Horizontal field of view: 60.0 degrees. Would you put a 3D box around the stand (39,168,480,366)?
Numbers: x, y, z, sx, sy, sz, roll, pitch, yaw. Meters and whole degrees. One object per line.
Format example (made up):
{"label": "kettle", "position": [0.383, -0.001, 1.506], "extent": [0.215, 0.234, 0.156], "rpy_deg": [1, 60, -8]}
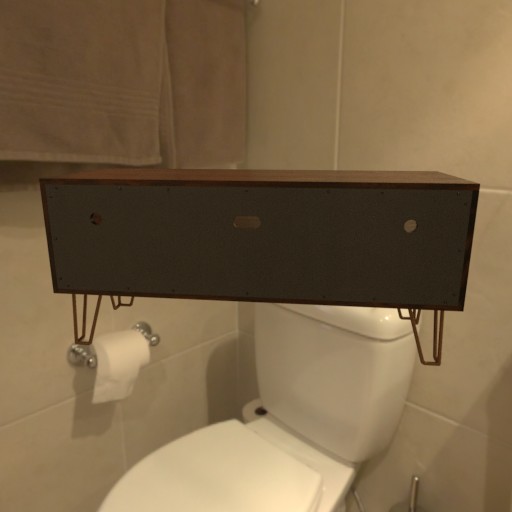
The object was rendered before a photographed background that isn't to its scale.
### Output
{"label": "stand", "position": [0.000, 0.000, 1.677], "extent": [1.372, 0.610, 0.481], "rpy_deg": [2, 15, 7]}
